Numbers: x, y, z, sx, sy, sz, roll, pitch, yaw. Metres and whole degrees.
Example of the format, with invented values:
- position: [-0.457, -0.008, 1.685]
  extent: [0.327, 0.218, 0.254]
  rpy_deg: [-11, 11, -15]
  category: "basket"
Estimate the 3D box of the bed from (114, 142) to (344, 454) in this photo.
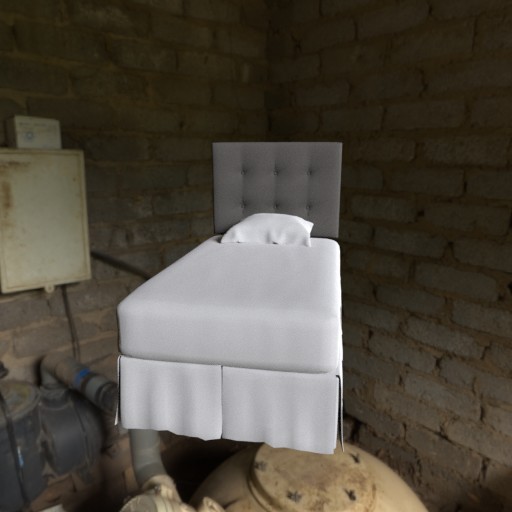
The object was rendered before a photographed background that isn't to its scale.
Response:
- position: [0.000, 0.000, 3.103]
  extent: [1.261, 1.571, 1.997]
  rpy_deg: [2, 14, 10]
  category: "bed"
